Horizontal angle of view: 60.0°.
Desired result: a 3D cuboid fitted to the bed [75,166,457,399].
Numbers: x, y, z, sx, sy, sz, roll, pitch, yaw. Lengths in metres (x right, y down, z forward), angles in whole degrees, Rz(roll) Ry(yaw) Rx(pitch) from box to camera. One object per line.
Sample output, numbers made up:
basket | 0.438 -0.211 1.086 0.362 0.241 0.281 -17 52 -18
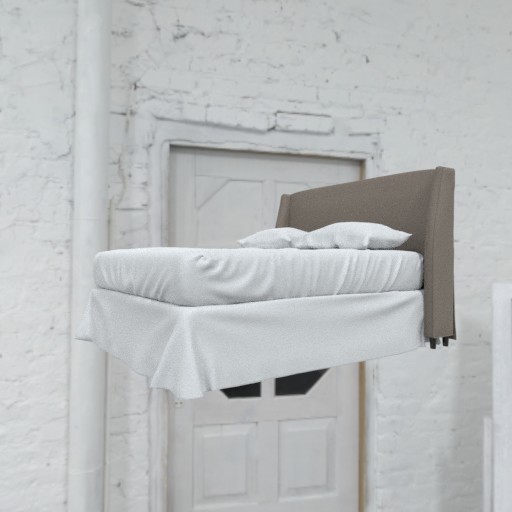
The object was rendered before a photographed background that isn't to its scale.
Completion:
bed | 0.000 0.000 3.388 2.276 1.332 1.925 0 0 -35
